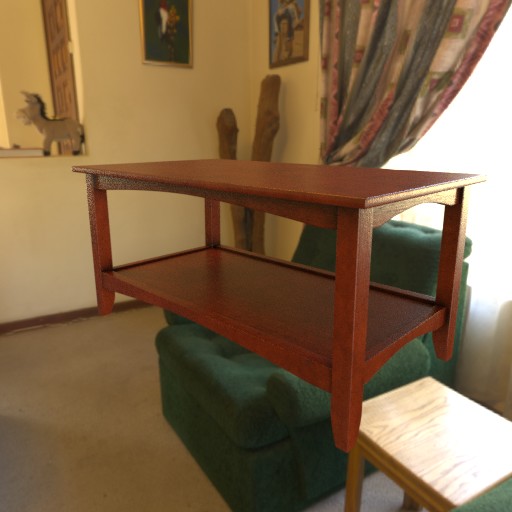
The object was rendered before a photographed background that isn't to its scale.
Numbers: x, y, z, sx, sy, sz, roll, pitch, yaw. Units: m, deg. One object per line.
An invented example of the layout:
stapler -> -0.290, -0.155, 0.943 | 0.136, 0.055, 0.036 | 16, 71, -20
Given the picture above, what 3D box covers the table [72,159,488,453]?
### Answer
table -> 0.000, 0.000, 1.190 | 0.943, 0.456, 0.533 | 14, 21, 42
